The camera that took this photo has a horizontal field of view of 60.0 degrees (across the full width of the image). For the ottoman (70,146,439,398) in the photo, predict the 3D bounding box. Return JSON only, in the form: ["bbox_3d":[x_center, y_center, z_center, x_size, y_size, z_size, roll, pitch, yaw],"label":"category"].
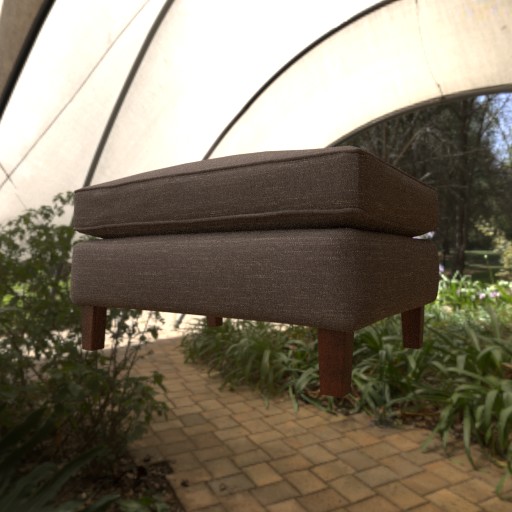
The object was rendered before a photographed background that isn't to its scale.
[{"bbox_3d":[0.000,0.000,0.973,0.686,0.406,0.508,0,-1,35],"label":"ottoman"}]
